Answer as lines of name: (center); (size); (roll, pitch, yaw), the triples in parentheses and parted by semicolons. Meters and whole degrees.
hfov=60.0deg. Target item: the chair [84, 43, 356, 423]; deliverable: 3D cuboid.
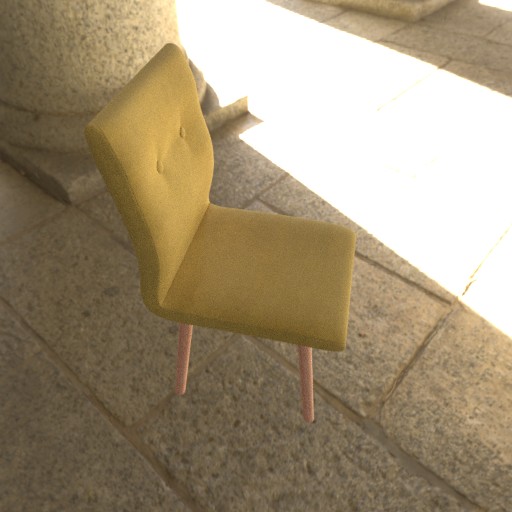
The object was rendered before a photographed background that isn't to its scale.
chair: (0.000, 0.000, 1.250); (0.550, 0.965, 0.450); (9, 46, 9)
